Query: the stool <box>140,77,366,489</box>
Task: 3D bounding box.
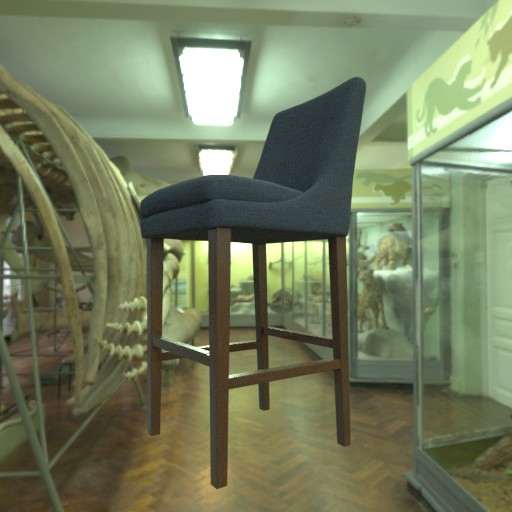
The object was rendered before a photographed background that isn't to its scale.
[{"bbox_3d":[0.000,0.000,1.338,0.577,1.078,0.470,1,-2,-35],"label":"stool"}]
